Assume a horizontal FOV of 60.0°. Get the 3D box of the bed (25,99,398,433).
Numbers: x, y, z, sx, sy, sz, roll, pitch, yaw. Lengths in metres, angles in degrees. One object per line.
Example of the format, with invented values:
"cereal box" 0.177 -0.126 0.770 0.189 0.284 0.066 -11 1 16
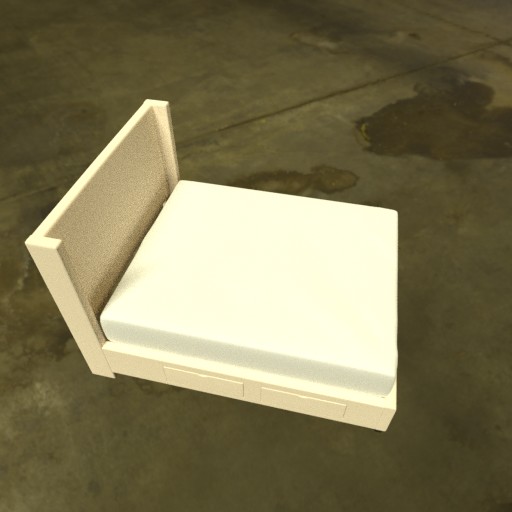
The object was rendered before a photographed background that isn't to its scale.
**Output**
"bed" 0.000 0.000 3.437 2.280 1.471 1.765 9 47 9
